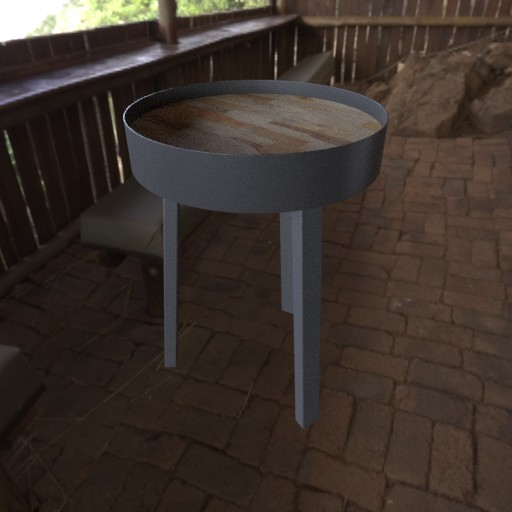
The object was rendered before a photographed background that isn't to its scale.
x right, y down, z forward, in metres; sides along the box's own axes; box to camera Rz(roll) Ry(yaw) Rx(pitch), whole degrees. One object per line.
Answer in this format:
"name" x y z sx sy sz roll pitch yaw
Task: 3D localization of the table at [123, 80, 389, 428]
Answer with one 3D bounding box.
"table" 0.000 0.000 0.853 0.406 0.559 0.406 0 34 0
